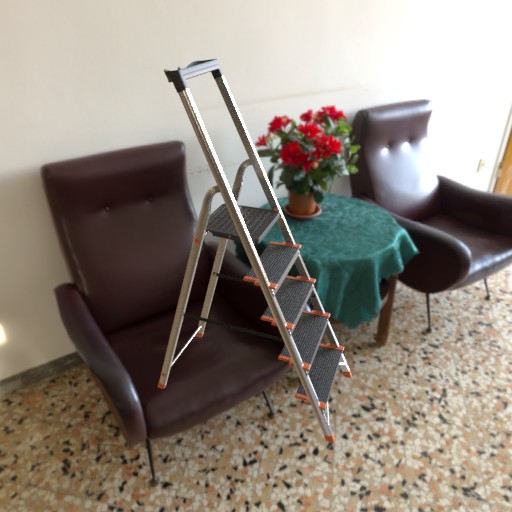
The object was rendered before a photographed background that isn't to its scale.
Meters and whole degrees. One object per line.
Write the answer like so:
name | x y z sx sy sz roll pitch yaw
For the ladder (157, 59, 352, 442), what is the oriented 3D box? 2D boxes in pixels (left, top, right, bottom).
ladder | 0.000 0.000 2.080 0.995 1.646 0.480 11 33 18
